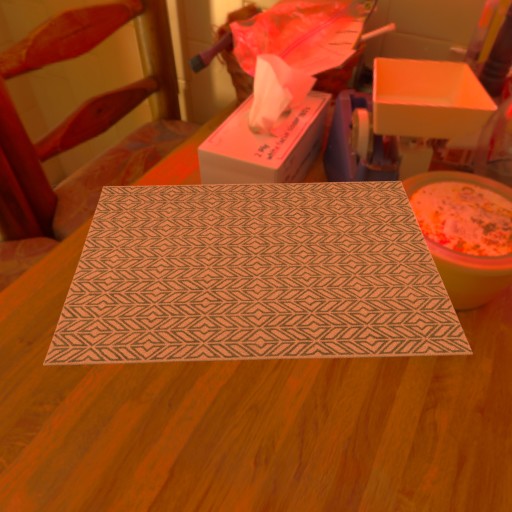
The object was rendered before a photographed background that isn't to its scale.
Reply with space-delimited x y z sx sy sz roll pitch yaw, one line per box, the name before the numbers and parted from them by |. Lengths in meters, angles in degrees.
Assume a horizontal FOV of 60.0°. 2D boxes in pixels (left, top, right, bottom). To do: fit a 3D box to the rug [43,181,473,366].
rug | 0.000 0.000 2.302 1.828 0.007 1.220 -1 46 -1
